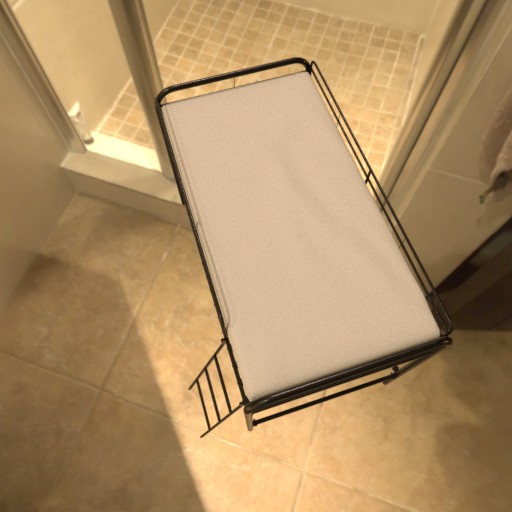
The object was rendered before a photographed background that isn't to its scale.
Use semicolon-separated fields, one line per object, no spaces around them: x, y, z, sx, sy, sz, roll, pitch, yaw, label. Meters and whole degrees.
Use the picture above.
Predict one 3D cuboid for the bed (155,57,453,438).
0.000;0.000;2.938;1.393;1.289;1.968;-16;66;-7;bed
